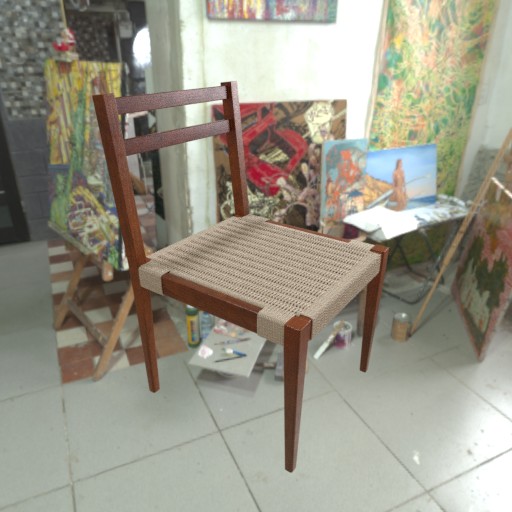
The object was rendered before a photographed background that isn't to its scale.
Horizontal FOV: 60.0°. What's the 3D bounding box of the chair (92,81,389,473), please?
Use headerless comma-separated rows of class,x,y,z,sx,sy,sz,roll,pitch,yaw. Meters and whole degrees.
chair,0.000,0.000,1.220,0.569,0.851,0.495,17,30,32
